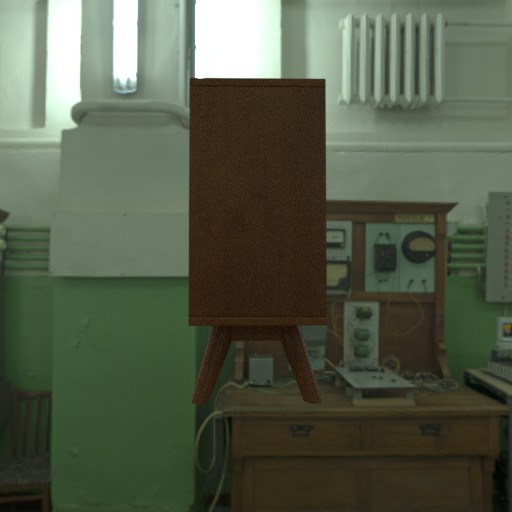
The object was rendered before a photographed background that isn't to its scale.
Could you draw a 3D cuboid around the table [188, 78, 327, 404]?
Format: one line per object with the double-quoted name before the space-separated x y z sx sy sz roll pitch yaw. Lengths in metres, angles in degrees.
"table" 0.000 0.000 1.512 0.308 0.698 1.220 0 -2 -1
